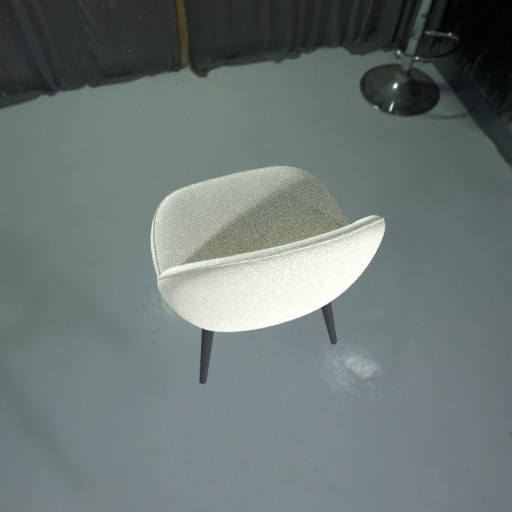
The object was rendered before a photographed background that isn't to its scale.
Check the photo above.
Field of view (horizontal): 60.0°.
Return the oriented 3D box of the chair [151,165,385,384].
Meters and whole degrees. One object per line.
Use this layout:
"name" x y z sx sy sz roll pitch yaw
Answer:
"chair" 0.000 0.000 1.197 0.532 0.838 0.540 -15 60 -9
